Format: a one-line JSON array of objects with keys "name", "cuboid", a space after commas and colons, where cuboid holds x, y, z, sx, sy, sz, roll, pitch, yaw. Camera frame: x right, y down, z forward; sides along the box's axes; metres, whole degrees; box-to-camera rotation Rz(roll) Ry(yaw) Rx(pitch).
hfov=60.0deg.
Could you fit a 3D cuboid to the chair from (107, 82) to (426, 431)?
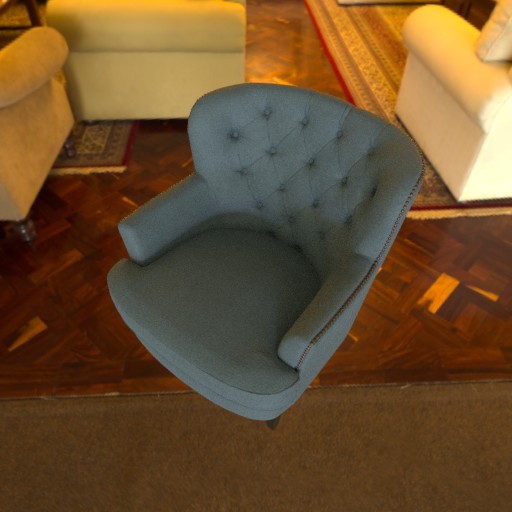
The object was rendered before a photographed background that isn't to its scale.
[{"name": "chair", "cuboid": [0.000, 0.000, 1.574, 0.848, 0.868, 0.906, 29, 52, 26]}]
